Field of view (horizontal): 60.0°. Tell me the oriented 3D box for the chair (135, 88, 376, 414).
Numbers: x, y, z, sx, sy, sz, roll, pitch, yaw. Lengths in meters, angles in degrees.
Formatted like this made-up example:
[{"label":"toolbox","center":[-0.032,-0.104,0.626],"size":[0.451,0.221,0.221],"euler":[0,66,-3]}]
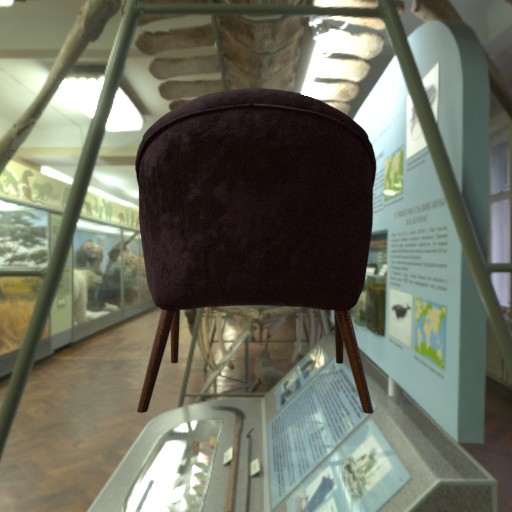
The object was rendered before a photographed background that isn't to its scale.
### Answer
[{"label":"chair","center":[0.000,0.000,1.513],"size":[0.851,0.885,0.776],"euler":[0,0,1]}]
